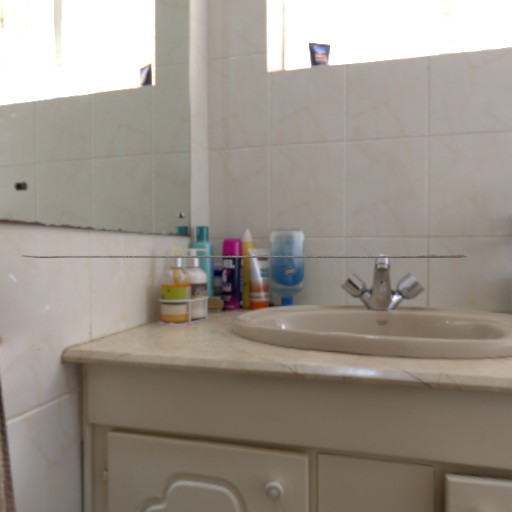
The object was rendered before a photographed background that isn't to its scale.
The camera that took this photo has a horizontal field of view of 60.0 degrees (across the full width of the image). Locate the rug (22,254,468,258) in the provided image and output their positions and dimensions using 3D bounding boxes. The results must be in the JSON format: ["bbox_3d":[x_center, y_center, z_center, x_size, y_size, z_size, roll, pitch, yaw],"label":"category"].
[{"bbox_3d":[0.000,0.000,2.285,1.828,0.019,1.209,0,0,17],"label":"rug"}]
